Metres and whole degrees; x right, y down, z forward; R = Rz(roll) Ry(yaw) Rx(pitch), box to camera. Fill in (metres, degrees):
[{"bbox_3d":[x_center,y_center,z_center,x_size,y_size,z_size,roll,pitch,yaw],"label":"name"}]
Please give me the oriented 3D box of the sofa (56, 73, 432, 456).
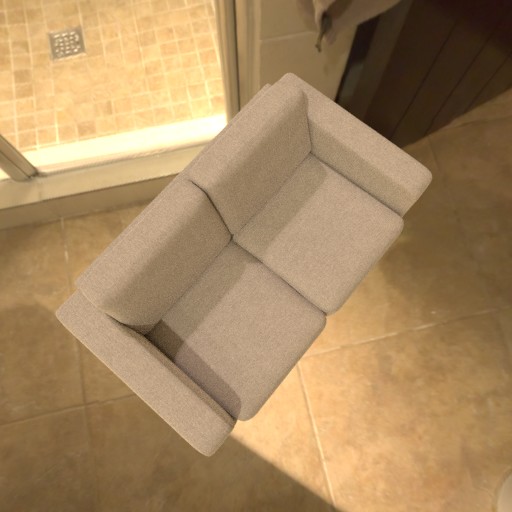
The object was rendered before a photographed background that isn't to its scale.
[{"bbox_3d":[0.000,0.000,2.056,0.900,0.800,1.540,39,78,10],"label":"sofa"}]
